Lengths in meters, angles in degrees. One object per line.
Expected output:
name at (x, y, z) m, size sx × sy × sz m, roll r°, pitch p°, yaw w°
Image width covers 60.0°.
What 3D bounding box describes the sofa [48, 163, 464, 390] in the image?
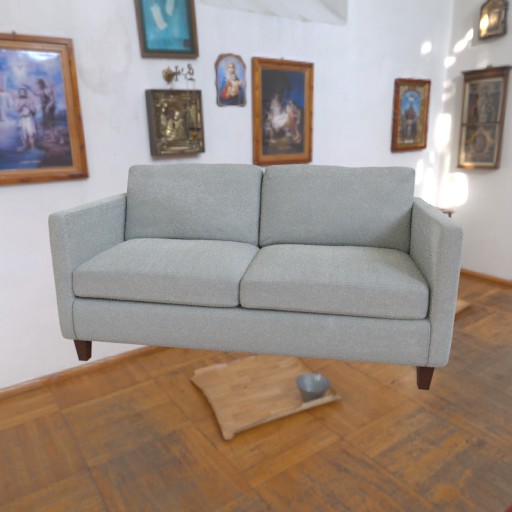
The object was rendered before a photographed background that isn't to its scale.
sofa at (0.000, 0.000, 2.428) m, size 1.884 × 0.963 × 0.950 m, roll 2°, pitch 15°, yaw 9°
